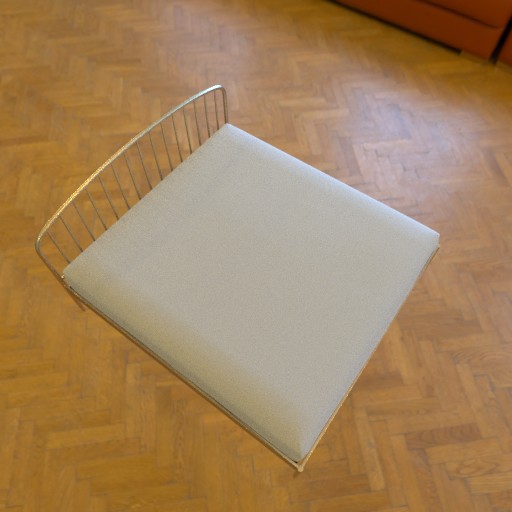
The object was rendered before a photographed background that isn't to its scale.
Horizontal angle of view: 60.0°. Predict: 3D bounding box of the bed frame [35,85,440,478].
[{"bbox_3d":[0.000,0.000,3.306,2.152,1.174,2.016,32,64,18],"label":"bed frame"}]
